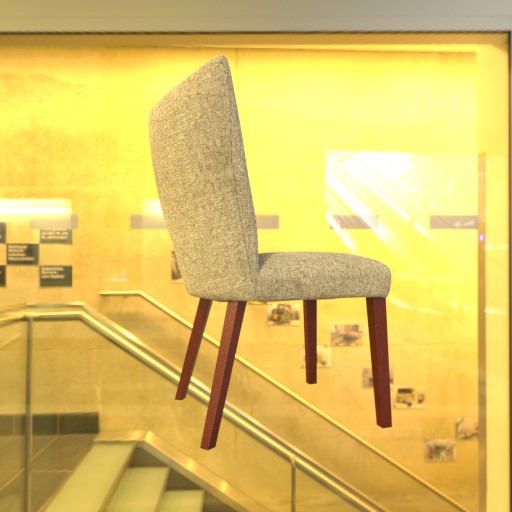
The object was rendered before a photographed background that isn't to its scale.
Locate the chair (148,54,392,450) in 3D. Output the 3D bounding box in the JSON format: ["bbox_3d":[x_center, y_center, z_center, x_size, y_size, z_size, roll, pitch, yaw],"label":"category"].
[{"bbox_3d":[0.000,0.000,1.316,0.623,0.924,0.535,0,0,-19],"label":"chair"}]
